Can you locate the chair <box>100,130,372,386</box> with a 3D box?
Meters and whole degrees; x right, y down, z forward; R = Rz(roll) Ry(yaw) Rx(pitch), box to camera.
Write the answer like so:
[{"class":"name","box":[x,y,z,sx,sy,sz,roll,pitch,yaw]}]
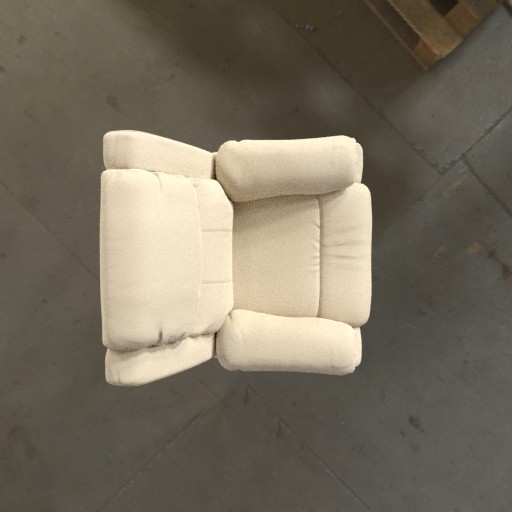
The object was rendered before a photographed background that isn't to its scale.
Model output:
[{"class":"chair","box":[0.000,0.000,1.289,0.709,0.702,0.680,0,92,1]}]
